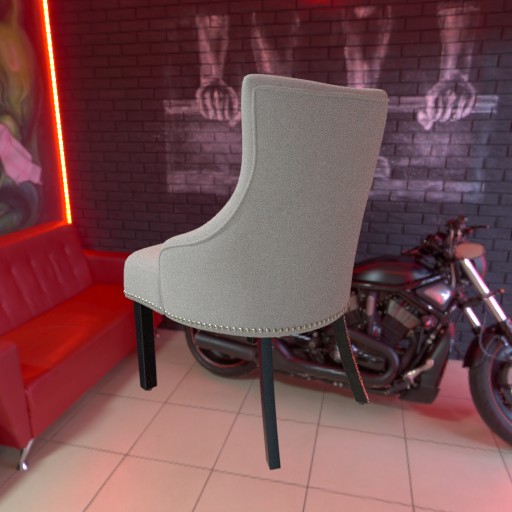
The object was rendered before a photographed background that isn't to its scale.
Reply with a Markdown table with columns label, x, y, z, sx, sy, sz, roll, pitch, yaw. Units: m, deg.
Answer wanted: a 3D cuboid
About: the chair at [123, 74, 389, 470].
| label | x | y | z | sx | sy | sz | roll | pitch | yaw |
| --- | --- | --- | --- | --- | --- | --- | --- | --- | --- |
| chair | 0.000 | 0.000 | 1.294 | 0.566 | 0.909 | 0.629 | -14 | 21 | -42 |
